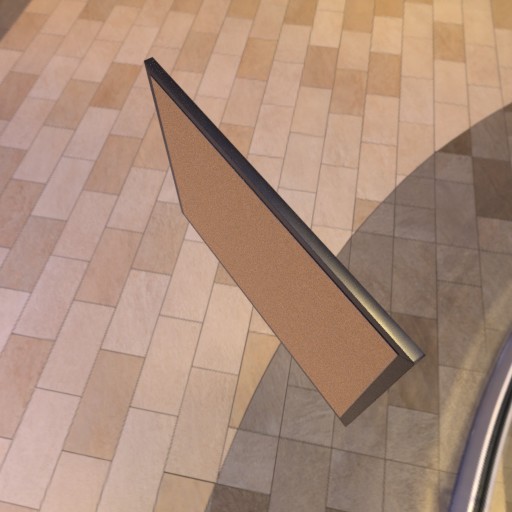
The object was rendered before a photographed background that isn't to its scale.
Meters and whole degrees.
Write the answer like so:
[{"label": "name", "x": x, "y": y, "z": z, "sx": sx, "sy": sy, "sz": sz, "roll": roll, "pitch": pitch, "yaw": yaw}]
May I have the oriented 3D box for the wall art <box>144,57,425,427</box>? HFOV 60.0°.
[{"label": "wall art", "x": 0.000, "y": 0.000, "z": 0.565, "sx": 0.013, "sy": 0.306, "sz": 0.440, "roll": -32, "pitch": 65, "yaw": -17}]
